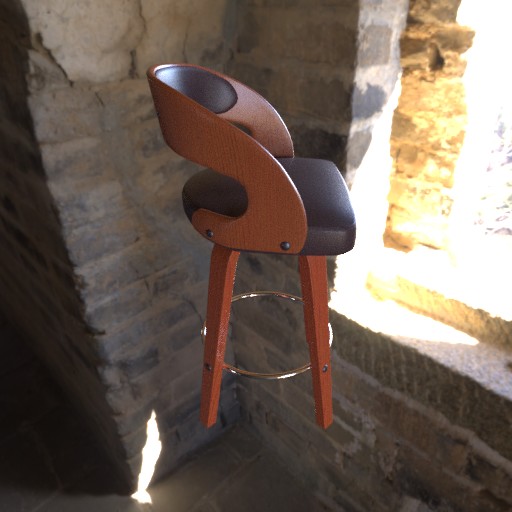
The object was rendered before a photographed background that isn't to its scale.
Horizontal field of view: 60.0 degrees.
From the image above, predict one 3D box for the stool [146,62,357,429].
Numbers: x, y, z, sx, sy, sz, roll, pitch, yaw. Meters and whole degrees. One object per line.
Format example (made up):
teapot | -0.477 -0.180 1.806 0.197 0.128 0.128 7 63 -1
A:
stool | 0.000 0.000 1.183 0.457 0.940 0.457 0 31 1
